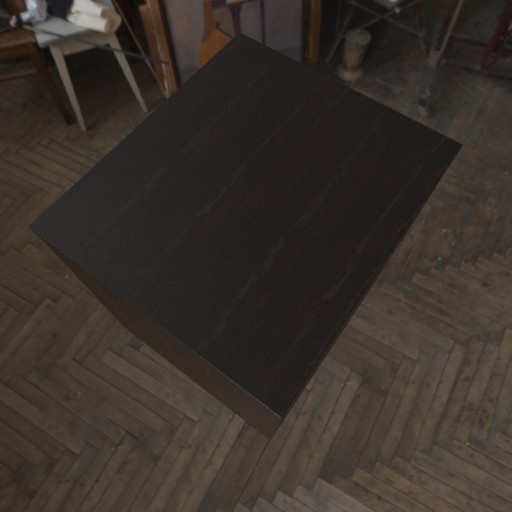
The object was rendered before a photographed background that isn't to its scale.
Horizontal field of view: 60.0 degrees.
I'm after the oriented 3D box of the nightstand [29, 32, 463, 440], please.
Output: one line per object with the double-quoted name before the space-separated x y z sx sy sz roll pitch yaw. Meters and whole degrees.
"nightstand" 0.000 0.000 0.865 0.427 0.487 0.489 33 69 15
